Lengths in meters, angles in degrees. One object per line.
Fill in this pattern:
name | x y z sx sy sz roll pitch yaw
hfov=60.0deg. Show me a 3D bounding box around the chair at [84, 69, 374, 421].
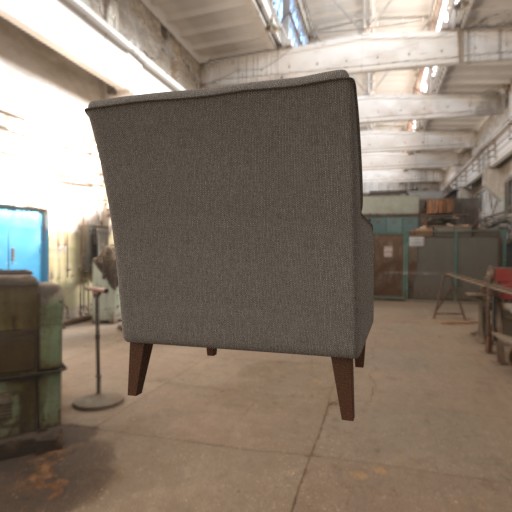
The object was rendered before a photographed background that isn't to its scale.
chair | 0.000 0.000 1.581 0.780 0.919 0.899 0 0 18
